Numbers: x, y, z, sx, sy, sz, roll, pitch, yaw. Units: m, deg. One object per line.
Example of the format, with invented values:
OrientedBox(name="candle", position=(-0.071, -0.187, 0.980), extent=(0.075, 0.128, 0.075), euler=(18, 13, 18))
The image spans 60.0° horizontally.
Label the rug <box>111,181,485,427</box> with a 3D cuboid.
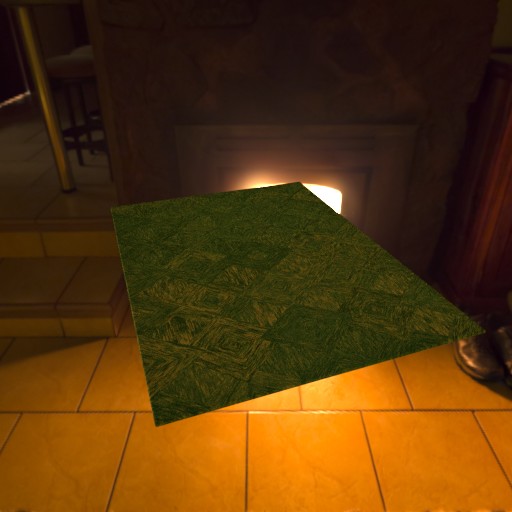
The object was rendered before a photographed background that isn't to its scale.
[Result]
OrientedBox(name="rug", position=(0.000, 0.000, 4.189), extent=(2.405, 0.027, 3.217), euler=(-11, 32, -17))
